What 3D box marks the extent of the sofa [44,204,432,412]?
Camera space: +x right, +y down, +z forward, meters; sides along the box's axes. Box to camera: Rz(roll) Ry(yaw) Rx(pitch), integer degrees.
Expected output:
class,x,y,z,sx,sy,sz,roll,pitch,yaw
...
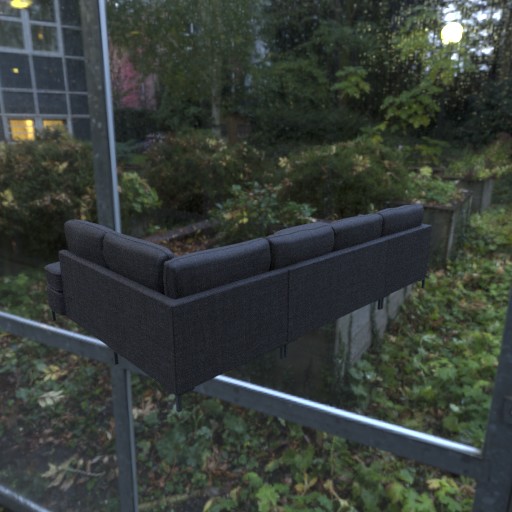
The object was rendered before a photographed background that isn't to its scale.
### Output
class,x,y,z,sx,sy,sz,roll,pitch,yaw
sofa,0.000,0.000,4.463,3.423,0.999,2.048,-15,21,-42
